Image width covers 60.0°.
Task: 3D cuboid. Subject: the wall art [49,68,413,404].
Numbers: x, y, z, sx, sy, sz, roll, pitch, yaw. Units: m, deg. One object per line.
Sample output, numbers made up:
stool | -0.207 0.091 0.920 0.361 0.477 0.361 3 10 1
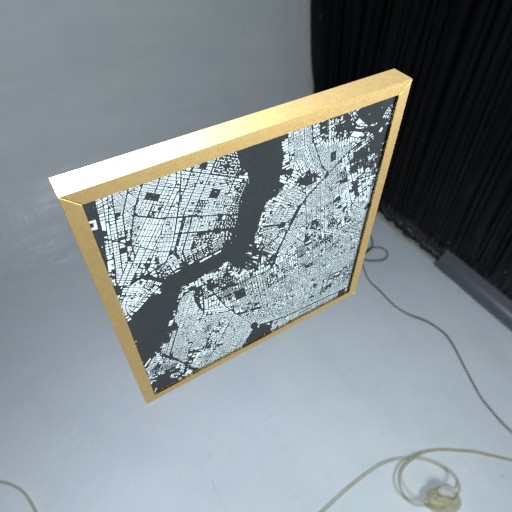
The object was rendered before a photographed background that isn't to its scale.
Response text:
wall art | 0.000 0.000 1.899 1.284 1.284 0.095 -24 52 -21
